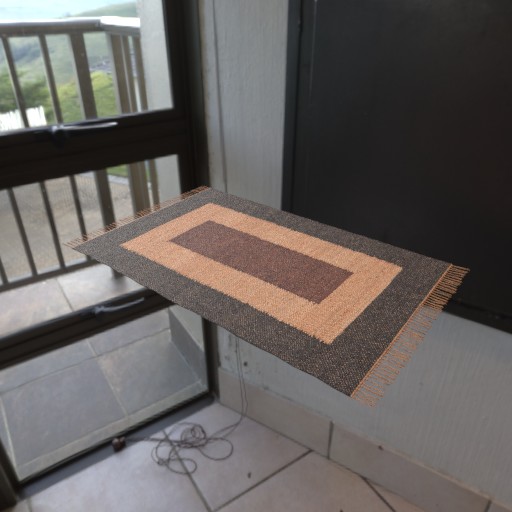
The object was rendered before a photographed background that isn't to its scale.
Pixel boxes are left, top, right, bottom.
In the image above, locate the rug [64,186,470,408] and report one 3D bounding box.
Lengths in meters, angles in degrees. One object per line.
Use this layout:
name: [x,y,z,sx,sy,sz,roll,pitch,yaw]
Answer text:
rug: [0.000,0.000,1.928,1.541,0.013,0.920,22,37,32]
